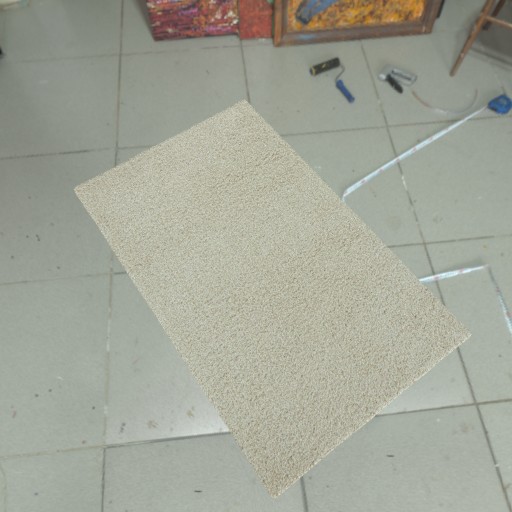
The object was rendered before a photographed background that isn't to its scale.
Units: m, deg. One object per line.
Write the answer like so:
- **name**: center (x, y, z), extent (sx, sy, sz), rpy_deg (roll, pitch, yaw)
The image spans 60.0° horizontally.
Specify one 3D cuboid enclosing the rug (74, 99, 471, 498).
- **rug**: center (0.000, 0.000, 2.972), extent (1.524, 0.030, 2.438), rpy_deg (-33, 68, -15)
